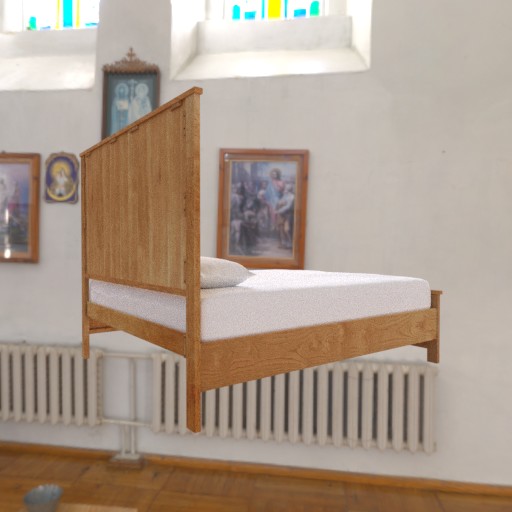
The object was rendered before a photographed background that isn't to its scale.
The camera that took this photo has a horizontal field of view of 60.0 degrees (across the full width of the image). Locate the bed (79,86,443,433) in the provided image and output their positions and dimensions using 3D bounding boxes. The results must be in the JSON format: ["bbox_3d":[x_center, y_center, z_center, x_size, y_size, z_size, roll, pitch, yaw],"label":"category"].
[{"bbox_3d":[0.000,0.000,4.111,2.530,1.938,2.225,-1,1,-37],"label":"bed"}]
